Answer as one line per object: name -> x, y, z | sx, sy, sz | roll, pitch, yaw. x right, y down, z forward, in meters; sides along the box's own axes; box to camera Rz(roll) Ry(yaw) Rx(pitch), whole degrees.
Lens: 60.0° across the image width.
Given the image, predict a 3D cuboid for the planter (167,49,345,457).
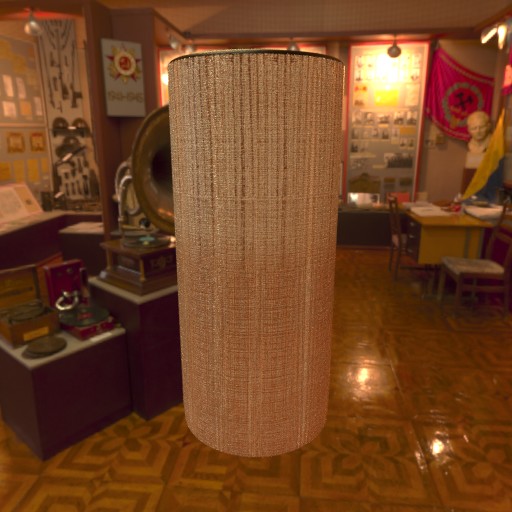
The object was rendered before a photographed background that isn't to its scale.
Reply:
planter -> 0.000, 0.000, 0.283 | 0.100, 0.227, 0.100 | 2, 16, 8
